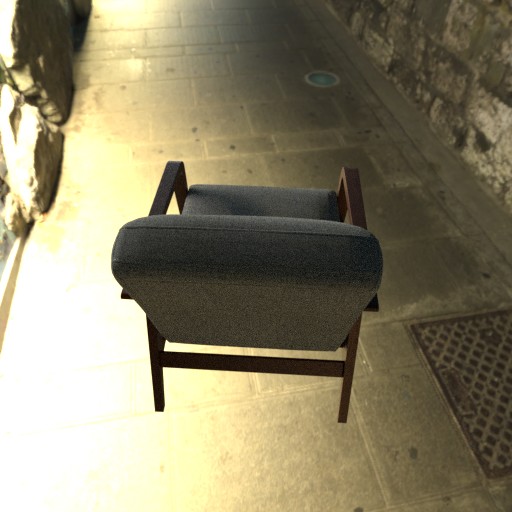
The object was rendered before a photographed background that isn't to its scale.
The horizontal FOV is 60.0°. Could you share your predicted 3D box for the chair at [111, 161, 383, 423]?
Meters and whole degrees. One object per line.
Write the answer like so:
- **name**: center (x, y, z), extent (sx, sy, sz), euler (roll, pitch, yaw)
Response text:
- **chair**: center (0.000, 0.000, 1.490), extent (0.704, 0.847, 0.858), euler (3, 46, 2)
